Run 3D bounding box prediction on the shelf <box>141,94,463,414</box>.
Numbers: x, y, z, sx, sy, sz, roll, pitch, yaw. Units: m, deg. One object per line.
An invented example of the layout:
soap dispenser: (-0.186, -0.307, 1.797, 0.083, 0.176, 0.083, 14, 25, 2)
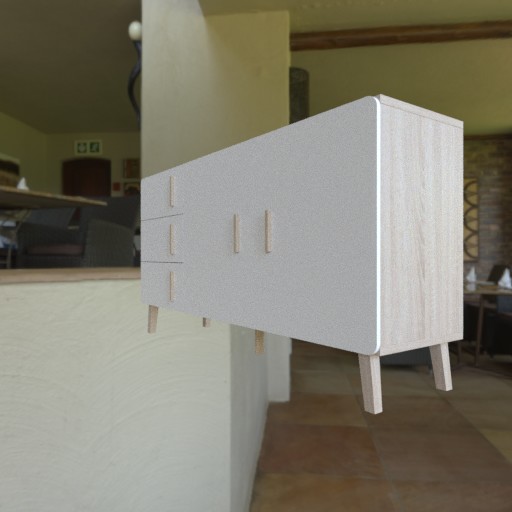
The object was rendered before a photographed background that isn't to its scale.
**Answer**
shelf: (0.000, 0.000, 1.768, 0.400, 0.780, 1.490, 0, 0, -36)
